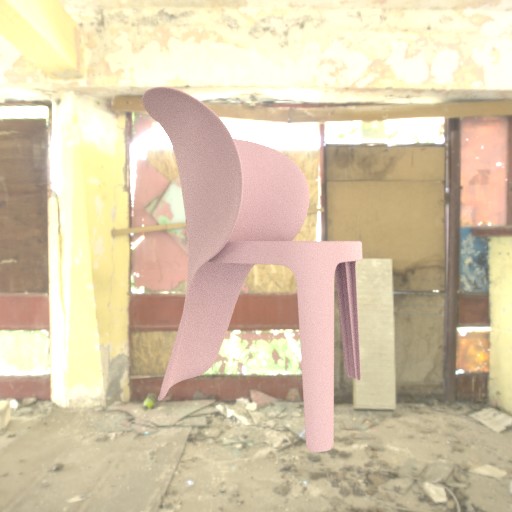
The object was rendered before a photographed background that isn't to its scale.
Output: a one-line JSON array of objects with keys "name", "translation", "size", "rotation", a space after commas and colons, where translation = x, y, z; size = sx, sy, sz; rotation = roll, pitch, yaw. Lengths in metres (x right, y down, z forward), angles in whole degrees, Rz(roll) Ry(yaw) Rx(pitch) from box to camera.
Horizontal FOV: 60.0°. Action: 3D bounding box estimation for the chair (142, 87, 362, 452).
[{"name": "chair", "translation": [0.000, 0.000, 0.863], "size": [0.402, 0.554, 0.451], "rotation": [1, 2, 20]}]
